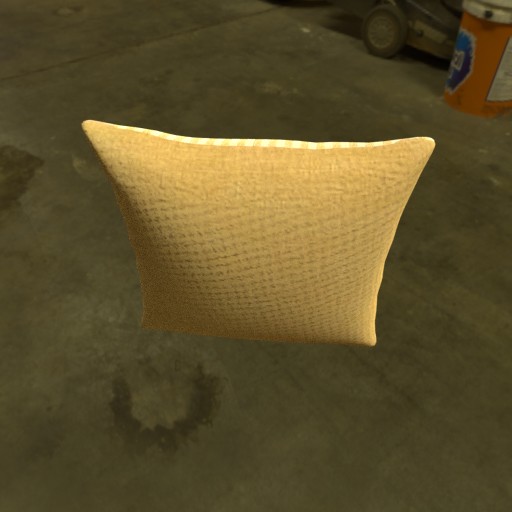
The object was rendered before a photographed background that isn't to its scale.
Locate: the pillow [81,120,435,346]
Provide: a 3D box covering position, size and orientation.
[{"bbox_3d":[0.000,0.000,0.651,0.419,0.407,0.173,4,45,4],"label":"pillow"}]
